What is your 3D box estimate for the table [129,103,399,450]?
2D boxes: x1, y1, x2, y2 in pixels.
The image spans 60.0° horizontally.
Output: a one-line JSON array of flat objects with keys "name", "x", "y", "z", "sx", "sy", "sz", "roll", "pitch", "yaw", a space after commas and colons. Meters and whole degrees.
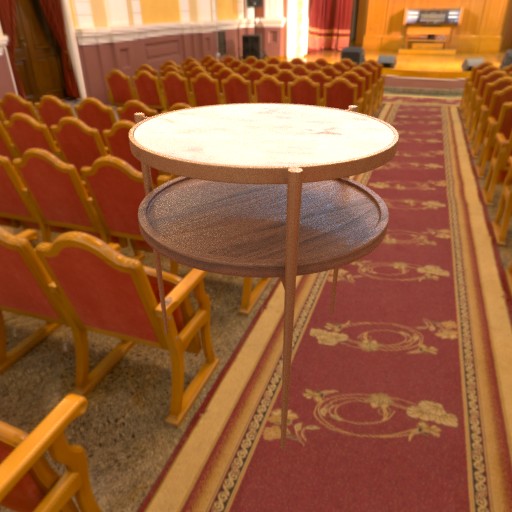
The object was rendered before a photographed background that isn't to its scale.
[{"name": "table", "x": 0.000, "y": 0.000, "z": 0.839, "sx": 0.456, "sy": 0.493, "sz": 0.430, "roll": 10, "pitch": 31, "yaw": 17}]
